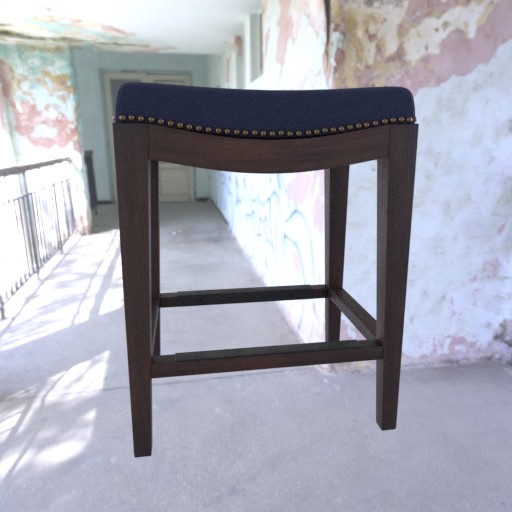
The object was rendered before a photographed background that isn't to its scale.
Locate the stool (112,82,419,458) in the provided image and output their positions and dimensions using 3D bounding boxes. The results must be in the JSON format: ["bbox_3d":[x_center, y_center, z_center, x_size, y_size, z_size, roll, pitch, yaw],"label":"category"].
[{"bbox_3d":[0.000,0.000,0.919,0.500,0.642,0.361,-2,16,-9],"label":"stool"}]
